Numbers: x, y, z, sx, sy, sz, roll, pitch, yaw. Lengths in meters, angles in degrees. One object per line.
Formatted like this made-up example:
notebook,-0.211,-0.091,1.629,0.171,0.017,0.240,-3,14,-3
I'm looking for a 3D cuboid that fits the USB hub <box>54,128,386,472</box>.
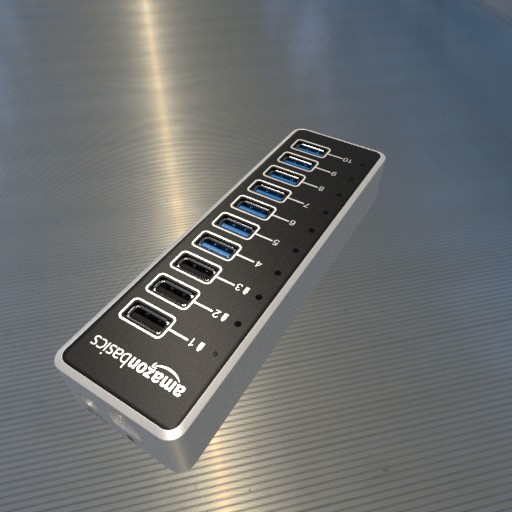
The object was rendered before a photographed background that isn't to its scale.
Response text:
USB hub,0.000,0.000,0.163,0.044,0.023,0.145,24,51,21
